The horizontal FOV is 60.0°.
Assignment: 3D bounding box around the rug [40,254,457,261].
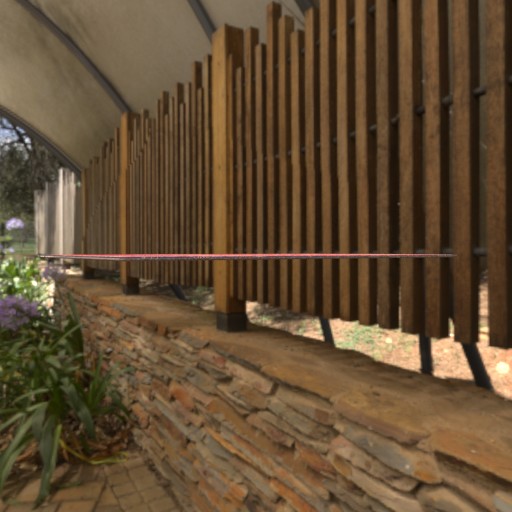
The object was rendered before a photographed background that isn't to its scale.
[{"bbox_3d":[0.000,0.000,3.059,2.449,0.018,1.539,0,1,-36],"label":"rug"}]
